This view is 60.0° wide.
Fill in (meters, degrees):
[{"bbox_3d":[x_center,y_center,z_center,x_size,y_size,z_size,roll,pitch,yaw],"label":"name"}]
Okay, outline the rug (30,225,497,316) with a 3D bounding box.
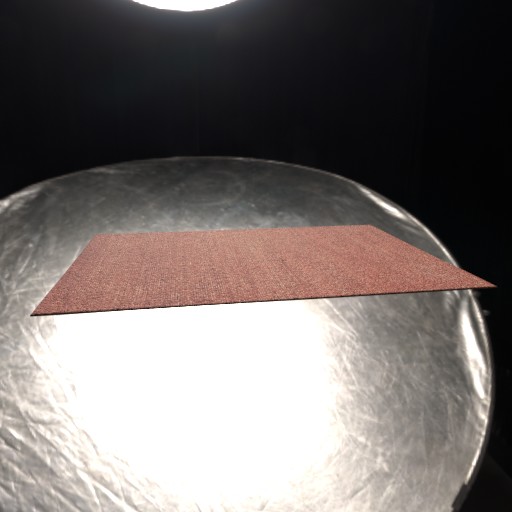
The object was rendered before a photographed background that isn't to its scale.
[{"bbox_3d":[0.000,0.000,5.017,3.965,0.025,2.803,-3,16,-9],"label":"rug"}]
